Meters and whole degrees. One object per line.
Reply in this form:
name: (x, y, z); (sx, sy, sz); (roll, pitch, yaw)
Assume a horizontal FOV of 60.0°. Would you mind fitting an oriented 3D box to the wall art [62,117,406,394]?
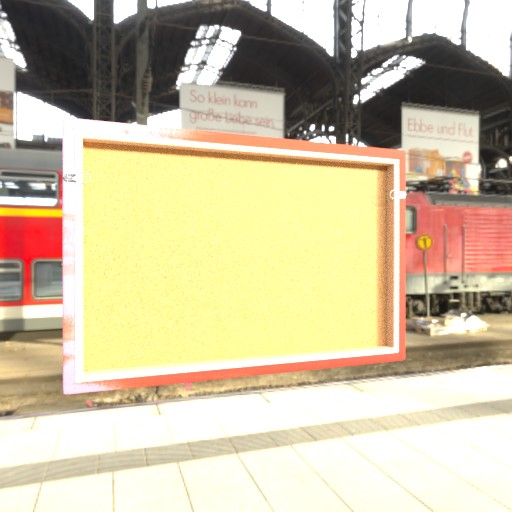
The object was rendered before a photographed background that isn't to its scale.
wall art: (0.000, 0.000, 1.140); (0.913, 0.609, 0.040); (0, 0, -20)
